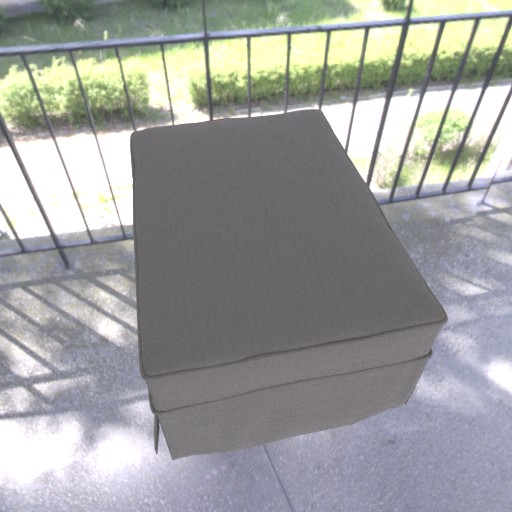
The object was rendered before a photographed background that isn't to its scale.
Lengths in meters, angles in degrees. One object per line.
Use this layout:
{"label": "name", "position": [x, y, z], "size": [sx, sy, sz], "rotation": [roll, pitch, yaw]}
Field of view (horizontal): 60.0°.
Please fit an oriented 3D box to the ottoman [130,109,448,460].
{"label": "ottoman", "position": [0.000, 0.000, 1.310], "size": [0.703, 0.479, 0.944], "rotation": [-9, 48, -8]}
